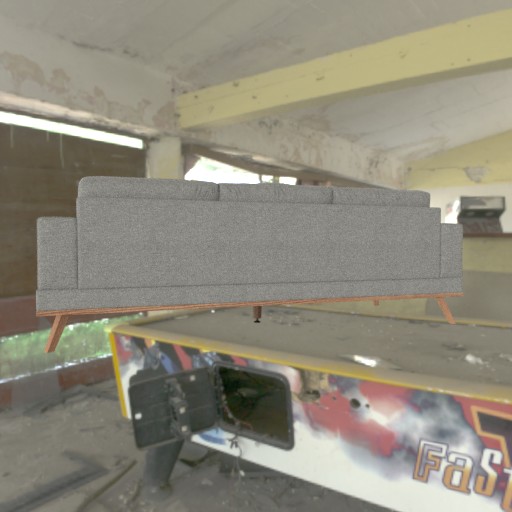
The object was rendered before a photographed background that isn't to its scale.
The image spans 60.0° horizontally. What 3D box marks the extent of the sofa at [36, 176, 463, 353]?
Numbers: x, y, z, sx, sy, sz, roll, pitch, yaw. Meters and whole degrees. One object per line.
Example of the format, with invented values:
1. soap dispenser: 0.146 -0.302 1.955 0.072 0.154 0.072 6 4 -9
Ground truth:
1. sofa: 0.000 0.000 2.694 2.310 0.810 0.920 -1 2 -18
